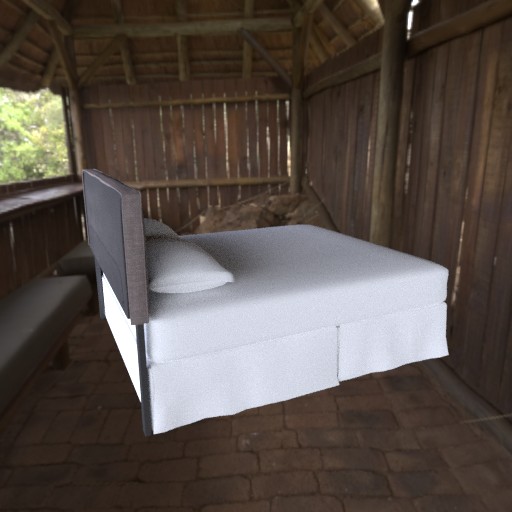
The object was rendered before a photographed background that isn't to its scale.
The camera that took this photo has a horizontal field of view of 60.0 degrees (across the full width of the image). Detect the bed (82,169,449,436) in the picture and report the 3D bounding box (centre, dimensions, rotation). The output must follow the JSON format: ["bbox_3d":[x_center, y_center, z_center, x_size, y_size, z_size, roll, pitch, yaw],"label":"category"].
[{"bbox_3d":[0.000,0.000,2.871,1.894,1.089,1.610,-7,16,-25],"label":"bed"}]
